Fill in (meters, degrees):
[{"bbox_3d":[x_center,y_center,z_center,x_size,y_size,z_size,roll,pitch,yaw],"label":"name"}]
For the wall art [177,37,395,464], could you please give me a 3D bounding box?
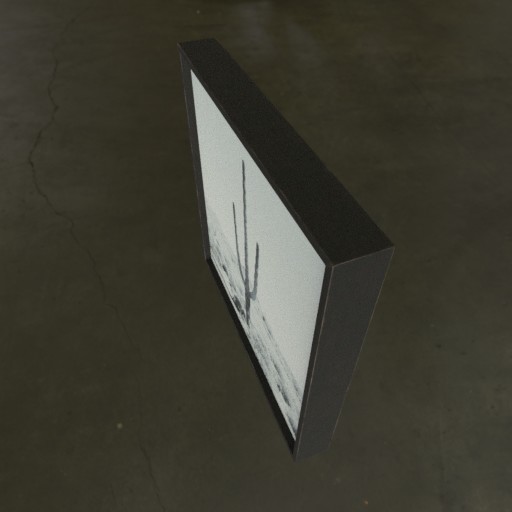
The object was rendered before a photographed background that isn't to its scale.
[{"bbox_3d":[0.000,0.000,0.441,0.038,0.305,0.305,-17,49,-15],"label":"wall art"}]
